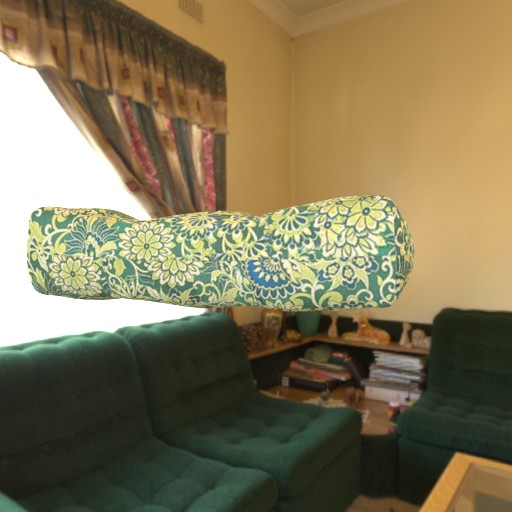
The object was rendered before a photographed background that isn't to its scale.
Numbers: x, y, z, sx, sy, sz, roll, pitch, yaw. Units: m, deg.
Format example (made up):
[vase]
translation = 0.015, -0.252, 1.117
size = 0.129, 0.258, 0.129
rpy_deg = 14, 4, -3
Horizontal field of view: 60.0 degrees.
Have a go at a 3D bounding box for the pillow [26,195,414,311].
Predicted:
[pillow]
translation = 0.000, 0.000, 0.705
size = 0.468, 0.128, 0.490
rpy_deg = 0, 0, 19
